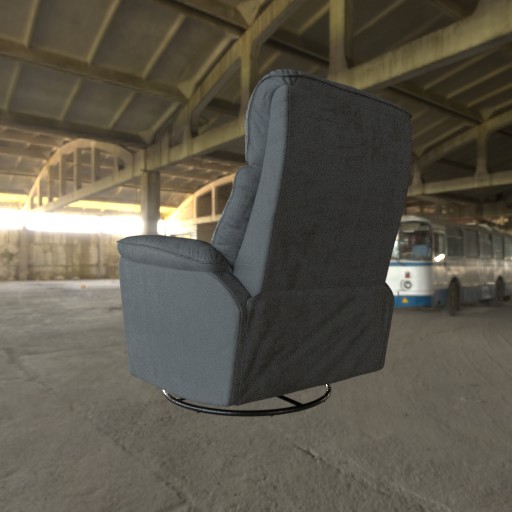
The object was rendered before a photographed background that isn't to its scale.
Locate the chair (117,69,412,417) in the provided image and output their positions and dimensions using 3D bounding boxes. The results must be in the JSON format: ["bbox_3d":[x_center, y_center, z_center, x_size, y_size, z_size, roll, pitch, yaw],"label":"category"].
[{"bbox_3d":[0.000,0.000,1.694,0.820,1.037,1.004,0,-1,-38],"label":"chair"}]
